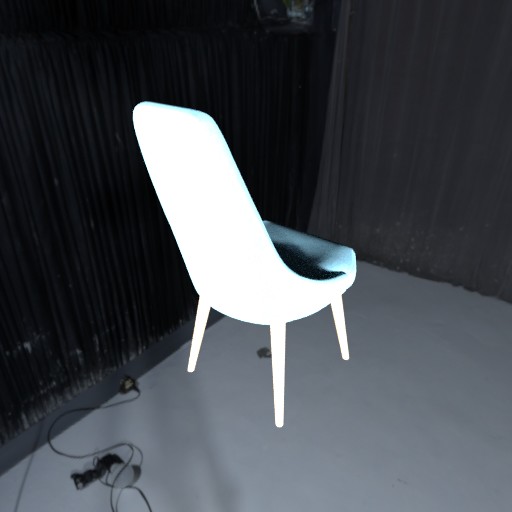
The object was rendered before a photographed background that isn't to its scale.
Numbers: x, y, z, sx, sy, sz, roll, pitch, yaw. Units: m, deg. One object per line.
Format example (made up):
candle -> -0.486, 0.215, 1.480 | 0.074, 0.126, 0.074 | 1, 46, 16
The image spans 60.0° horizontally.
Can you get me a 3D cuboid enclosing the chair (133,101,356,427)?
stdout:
chair -> 0.000, 0.000, 1.439 | 0.510, 1.040, 0.660 | 21, 36, 32
